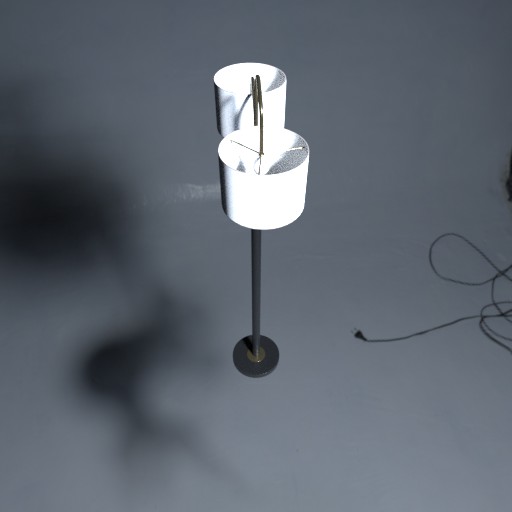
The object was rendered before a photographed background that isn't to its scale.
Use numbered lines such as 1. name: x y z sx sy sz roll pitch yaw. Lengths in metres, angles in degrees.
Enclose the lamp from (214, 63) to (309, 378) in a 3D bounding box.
1. lamp: 0.000 0.000 1.865 0.254 1.587 0.711 -4 46 -4
